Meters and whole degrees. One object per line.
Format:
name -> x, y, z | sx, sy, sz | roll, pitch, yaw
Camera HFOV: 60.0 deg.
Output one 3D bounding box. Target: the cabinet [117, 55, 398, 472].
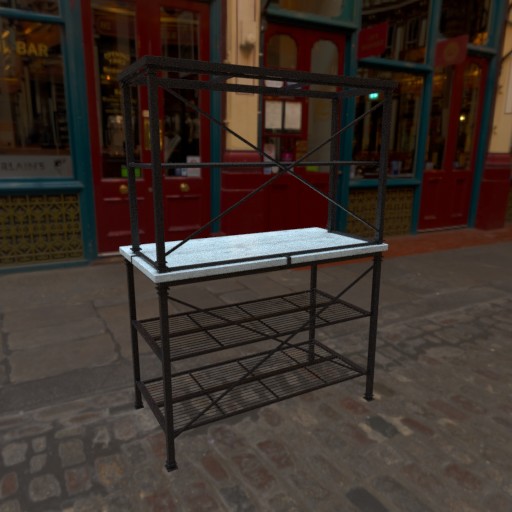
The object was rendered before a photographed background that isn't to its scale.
cabinet -> 0.000, 0.000, 2.229 | 1.210, 1.659, 0.610 | -7, 15, -28
